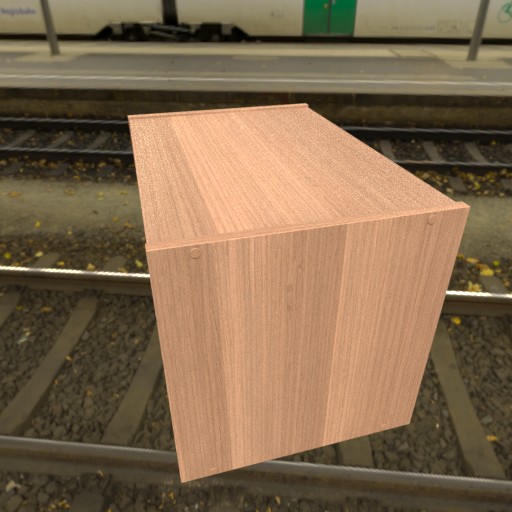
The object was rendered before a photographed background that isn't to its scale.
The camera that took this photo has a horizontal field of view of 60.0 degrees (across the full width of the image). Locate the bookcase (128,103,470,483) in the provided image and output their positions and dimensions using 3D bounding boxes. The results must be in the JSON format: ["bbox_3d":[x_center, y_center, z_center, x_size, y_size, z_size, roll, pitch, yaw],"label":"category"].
[{"bbox_3d":[0.000,0.000,0.620,0.290,0.305,0.415,-8,33,-13],"label":"bookcase"}]
